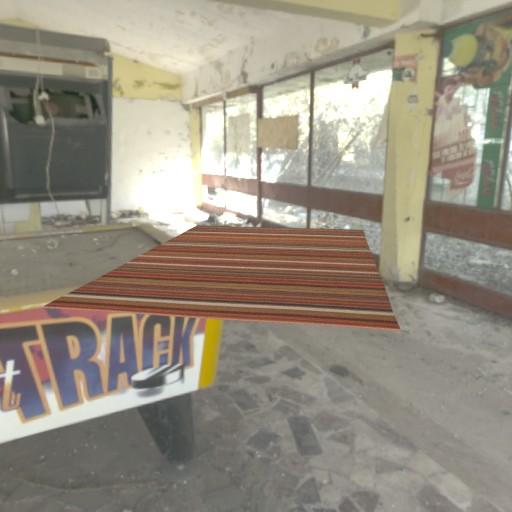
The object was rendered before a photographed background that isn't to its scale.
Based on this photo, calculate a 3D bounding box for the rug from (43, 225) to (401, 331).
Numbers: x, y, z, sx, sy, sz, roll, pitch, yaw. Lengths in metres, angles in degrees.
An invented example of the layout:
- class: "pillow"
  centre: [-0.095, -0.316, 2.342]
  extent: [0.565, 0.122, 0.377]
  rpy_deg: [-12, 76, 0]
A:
- class: "rug"
  centre: [0.000, 0.000, 2.334]
  extent: [1.217, 0.007, 1.828]
  rpy_deg: [2, 13, 9]
